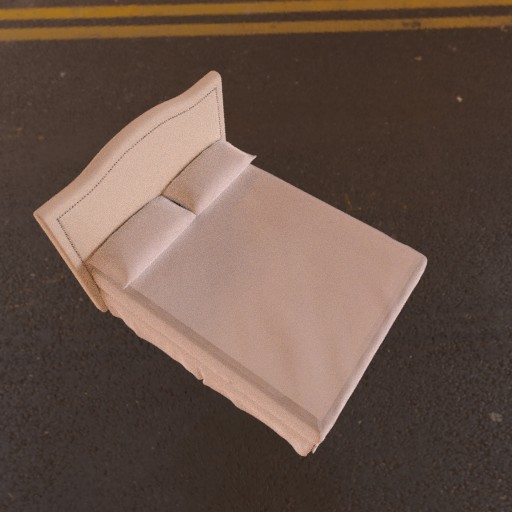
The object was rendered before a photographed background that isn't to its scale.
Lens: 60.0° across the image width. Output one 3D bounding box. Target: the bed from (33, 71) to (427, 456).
[{"bbox_3d":[0.000,0.000,3.274,2.143,1.460,1.753,31,62,18],"label":"bed"}]
